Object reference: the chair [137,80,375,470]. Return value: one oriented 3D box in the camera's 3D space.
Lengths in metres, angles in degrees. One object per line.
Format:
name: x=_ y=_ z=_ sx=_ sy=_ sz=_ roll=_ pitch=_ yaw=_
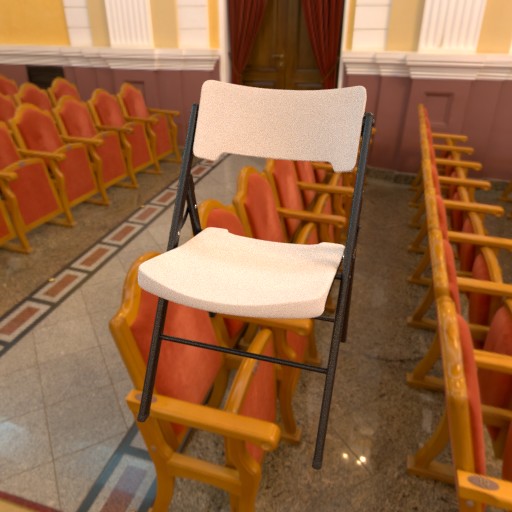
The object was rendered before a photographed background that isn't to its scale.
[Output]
chair: x=0.000 y=0.000 z=1.115 sx=0.482 sy=0.765 sz=0.577 roll=8 pitch=29 yaw=15
